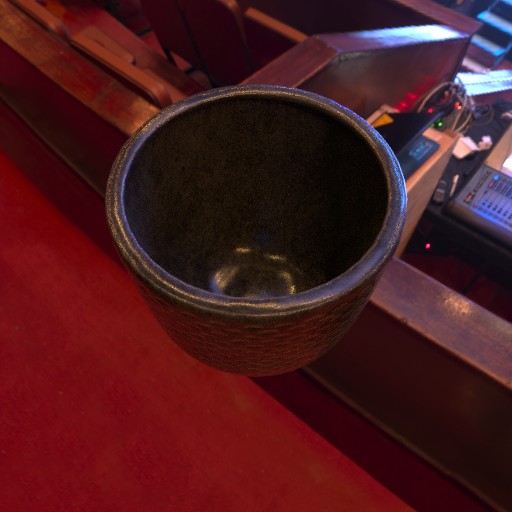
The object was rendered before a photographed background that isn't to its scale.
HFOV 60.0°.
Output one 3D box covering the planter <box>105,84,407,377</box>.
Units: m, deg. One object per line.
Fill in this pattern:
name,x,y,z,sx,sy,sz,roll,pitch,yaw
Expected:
planter,0.000,0.000,0.368,0.197,0.191,0.197,0,58,0
